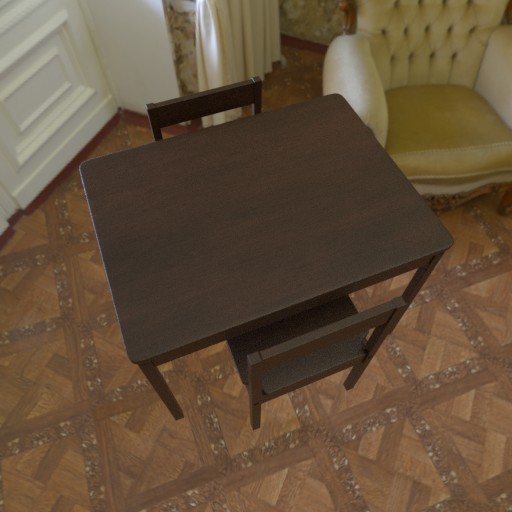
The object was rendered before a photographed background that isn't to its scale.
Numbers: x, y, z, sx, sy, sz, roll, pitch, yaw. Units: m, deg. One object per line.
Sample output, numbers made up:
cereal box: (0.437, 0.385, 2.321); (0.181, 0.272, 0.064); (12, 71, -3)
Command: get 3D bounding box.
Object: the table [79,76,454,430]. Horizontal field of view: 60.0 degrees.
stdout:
table: (0.000, 0.000, 1.101); (0.650, 0.503, 0.672); (-19, 60, -12)
